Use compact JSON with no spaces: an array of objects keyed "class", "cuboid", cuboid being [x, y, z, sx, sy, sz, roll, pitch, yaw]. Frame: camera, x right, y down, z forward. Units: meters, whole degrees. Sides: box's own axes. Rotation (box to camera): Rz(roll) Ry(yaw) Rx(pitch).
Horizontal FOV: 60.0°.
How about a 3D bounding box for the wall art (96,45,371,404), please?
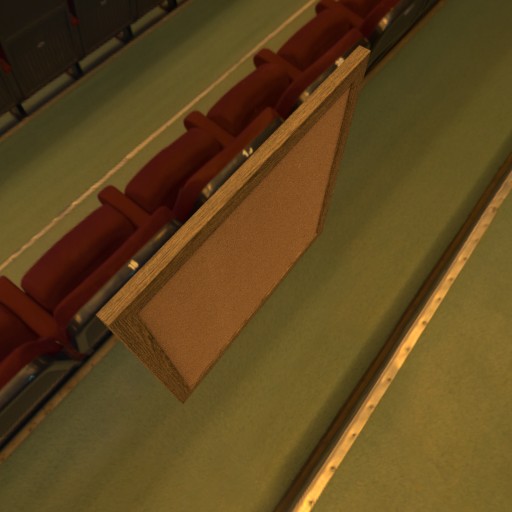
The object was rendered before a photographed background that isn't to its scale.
[{"class":"wall art","cuboid":[0.000,0.000,0.763,0.019,0.508,0.508,34,68,16]}]
